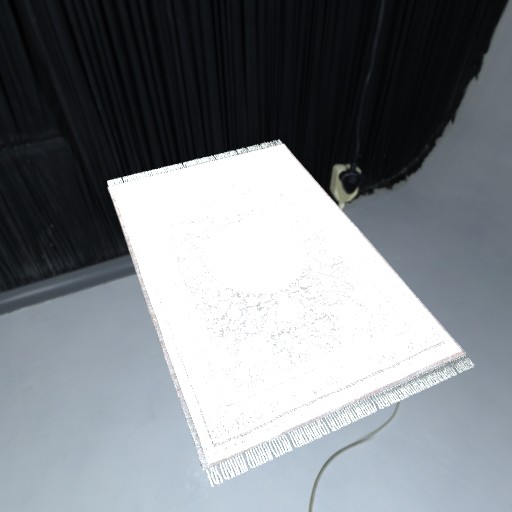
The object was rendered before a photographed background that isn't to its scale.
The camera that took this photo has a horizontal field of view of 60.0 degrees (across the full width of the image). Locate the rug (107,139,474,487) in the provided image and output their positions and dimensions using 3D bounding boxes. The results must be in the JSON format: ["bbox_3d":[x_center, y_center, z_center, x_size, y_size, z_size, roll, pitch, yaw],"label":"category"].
[{"bbox_3d":[0.000,0.000,2.943,1.528,0.010,2.440,-18,49,-16],"label":"rug"}]
